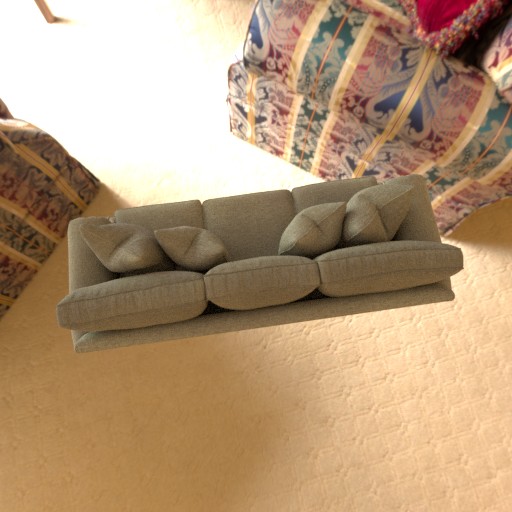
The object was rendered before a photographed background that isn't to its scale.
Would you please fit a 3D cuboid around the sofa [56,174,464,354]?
[{"bbox_3d":[0.000,0.000,2.844,2.312,0.975,0.965,-8,75,-2],"label":"sofa"}]
